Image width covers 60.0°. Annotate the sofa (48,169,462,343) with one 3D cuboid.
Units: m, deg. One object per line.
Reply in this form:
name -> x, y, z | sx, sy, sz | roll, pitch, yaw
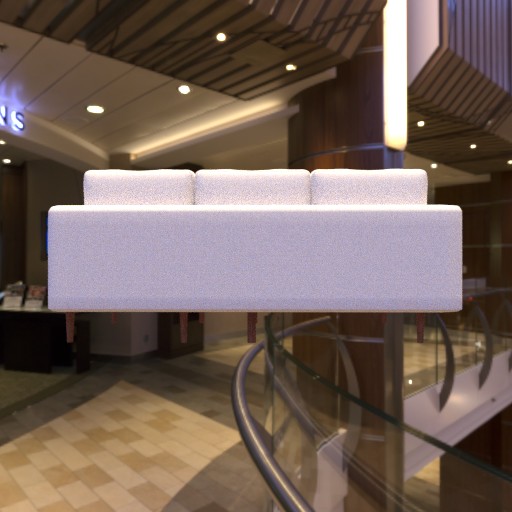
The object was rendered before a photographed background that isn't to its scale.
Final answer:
sofa -> 0.000, 0.000, 2.923 | 2.029, 0.899, 1.580 | 0, 0, 1
